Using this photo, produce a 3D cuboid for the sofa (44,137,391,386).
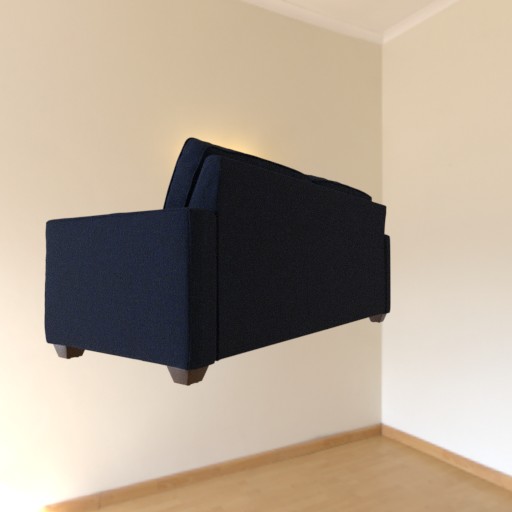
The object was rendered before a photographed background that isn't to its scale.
[{"bbox_3d":[0.000,0.000,2.566,0.940,0.919,2.080,0,-1,35],"label":"sofa"}]
